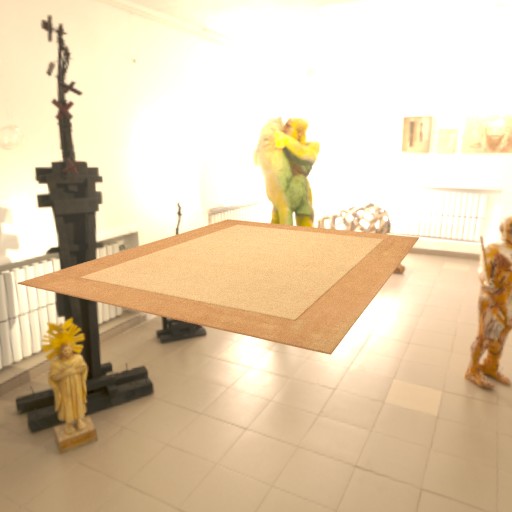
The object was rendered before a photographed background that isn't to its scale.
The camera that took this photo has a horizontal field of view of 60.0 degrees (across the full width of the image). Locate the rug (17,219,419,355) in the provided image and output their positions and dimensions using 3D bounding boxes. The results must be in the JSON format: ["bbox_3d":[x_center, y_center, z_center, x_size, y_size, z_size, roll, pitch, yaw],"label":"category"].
[{"bbox_3d":[0.000,0.000,4.078,2.438,0.014,3.048,8,17,27],"label":"rug"}]
